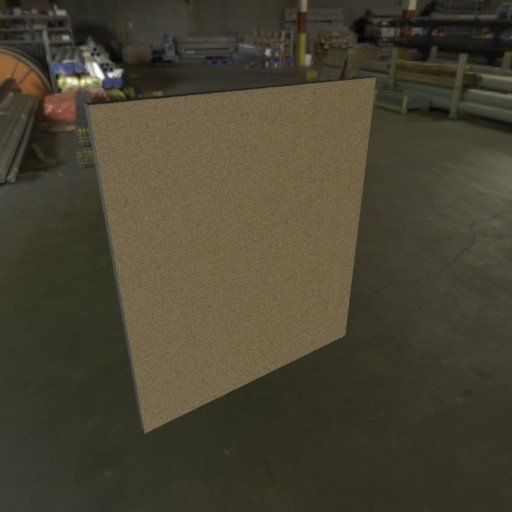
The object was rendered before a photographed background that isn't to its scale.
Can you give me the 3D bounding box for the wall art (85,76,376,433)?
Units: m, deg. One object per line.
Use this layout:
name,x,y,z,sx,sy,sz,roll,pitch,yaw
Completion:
wall art,0.000,0.000,1.207,0.755,0.863,0.028,-18,33,-30
